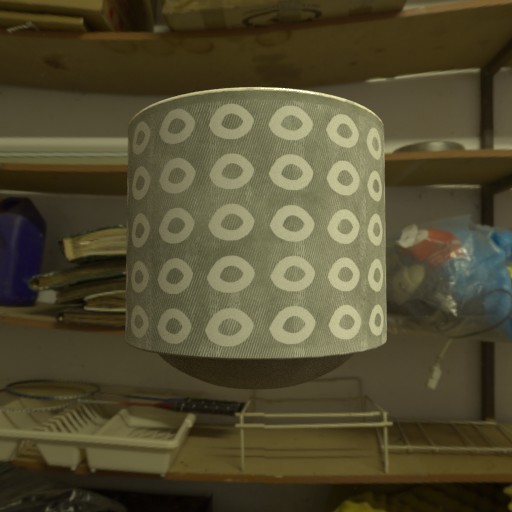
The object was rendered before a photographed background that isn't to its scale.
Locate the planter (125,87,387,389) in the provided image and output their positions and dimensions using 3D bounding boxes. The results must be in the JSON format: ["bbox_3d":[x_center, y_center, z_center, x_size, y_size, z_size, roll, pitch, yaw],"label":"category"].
[{"bbox_3d":[0.000,0.000,0.338,0.190,0.181,0.190,0,-2,0],"label":"planter"}]
